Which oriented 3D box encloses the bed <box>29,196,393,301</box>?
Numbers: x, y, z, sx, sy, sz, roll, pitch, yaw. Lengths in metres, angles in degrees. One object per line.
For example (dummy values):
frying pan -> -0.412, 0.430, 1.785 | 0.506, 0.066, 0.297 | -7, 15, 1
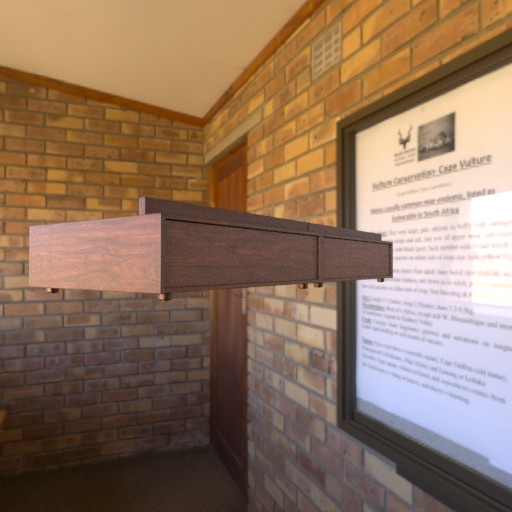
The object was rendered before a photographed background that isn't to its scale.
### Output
bed -> 0.000, 0.000, 2.384 | 0.787, 0.326, 2.057 | -1, -1, 36
